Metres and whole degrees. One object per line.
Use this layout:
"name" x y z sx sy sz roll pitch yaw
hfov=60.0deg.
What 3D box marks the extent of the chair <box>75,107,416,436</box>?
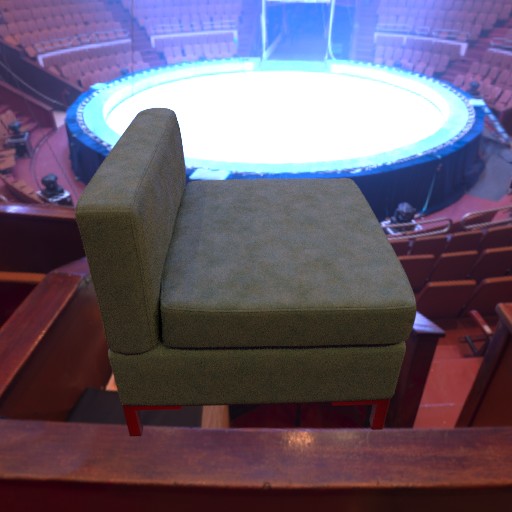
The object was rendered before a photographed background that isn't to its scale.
"chair" 0.000 0.000 1.222 0.685 0.660 0.684 -1 33 -1
